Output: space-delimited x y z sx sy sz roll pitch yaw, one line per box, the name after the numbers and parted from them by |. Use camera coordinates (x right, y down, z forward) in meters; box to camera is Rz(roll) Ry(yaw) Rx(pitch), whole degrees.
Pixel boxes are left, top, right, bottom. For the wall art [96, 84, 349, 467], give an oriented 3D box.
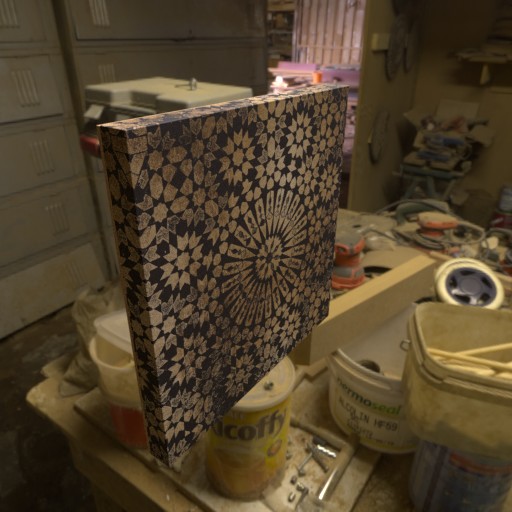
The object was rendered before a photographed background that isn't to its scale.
0.000 0.000 0.604 0.038 0.405 0.405 19 32 32 | wall art
